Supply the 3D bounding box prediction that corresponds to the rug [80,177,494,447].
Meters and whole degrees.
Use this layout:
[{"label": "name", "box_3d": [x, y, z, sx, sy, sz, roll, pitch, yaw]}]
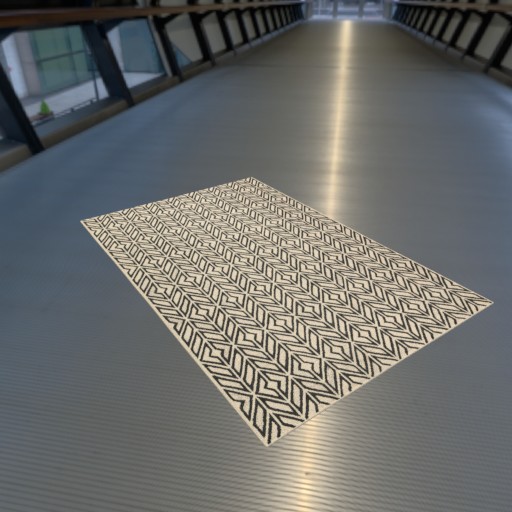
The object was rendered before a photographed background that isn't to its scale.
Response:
[{"label": "rug", "box_3d": [0.000, 0.000, 2.248, 1.220, 0.007, 1.828, -20, 36, -30]}]
